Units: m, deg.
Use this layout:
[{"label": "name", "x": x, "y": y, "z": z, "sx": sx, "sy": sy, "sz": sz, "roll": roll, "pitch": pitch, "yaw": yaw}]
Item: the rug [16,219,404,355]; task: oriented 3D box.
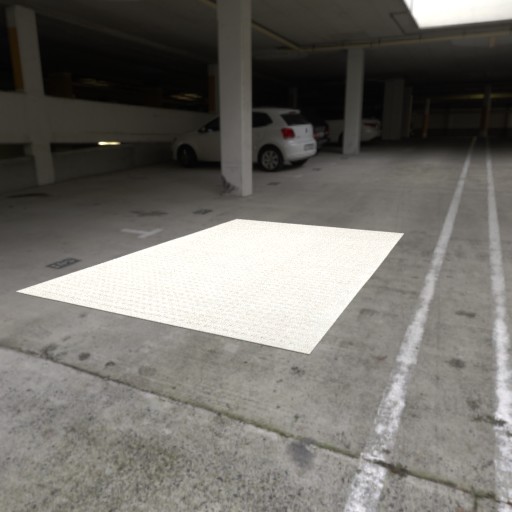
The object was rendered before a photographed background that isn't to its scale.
[{"label": "rug", "x": 0.000, "y": 0.000, "z": 2.858, "sx": 1.523, "sy": 0.006, "sz": 2.289, "roll": 7, "pitch": 16, "yaw": 25}]
